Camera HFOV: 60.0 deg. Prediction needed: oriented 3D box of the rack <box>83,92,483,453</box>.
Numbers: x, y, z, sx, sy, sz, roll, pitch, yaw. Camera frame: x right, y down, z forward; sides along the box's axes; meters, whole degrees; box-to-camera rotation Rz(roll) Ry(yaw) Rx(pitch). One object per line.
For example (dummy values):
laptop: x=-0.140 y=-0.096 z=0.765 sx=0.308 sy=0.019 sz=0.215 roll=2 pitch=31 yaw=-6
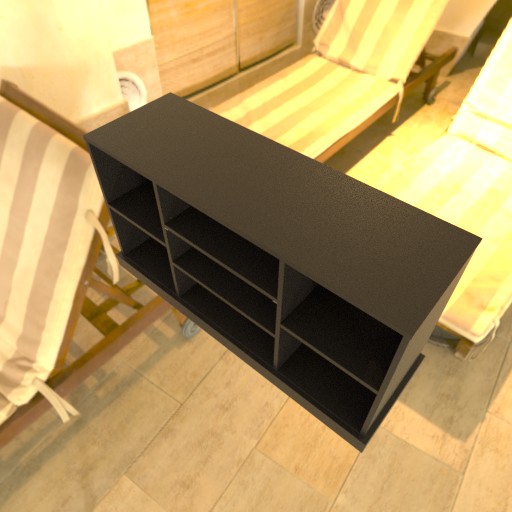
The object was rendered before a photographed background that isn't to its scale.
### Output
rack: x=0.000 y=0.000 z=1.515 sx=1.206 sy=0.635 sz=0.399 roll=32 pitch=55 yaw=26
